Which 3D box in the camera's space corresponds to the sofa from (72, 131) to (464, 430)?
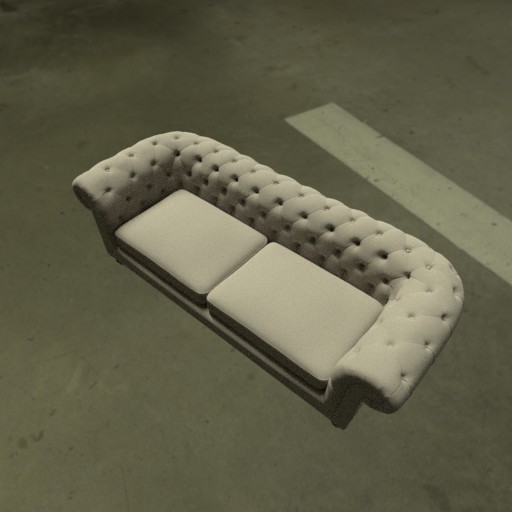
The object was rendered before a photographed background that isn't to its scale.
[{"bbox_3d":[0.000,0.000,2.826,2.411,0.749,0.991,31,54,26],"label":"sofa"}]
